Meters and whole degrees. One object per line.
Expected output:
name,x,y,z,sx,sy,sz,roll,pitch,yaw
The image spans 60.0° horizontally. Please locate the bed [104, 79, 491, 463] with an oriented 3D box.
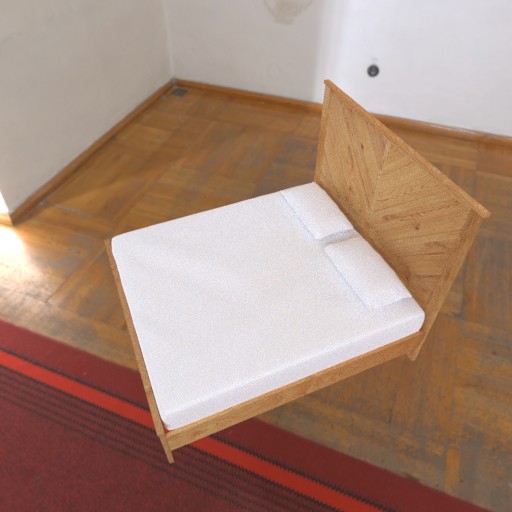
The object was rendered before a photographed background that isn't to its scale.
bed,0.000,0.000,4.081,2.530,1.938,2.225,-17,49,-16
